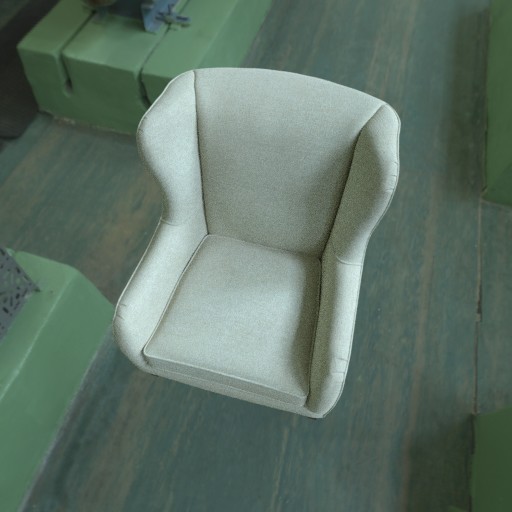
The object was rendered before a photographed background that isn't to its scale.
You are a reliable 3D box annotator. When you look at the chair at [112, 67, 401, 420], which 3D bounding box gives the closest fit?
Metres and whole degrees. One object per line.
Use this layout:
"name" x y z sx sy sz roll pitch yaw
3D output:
"chair" 0.000 0.000 1.747 0.838 1.040 0.966 13 59 8
